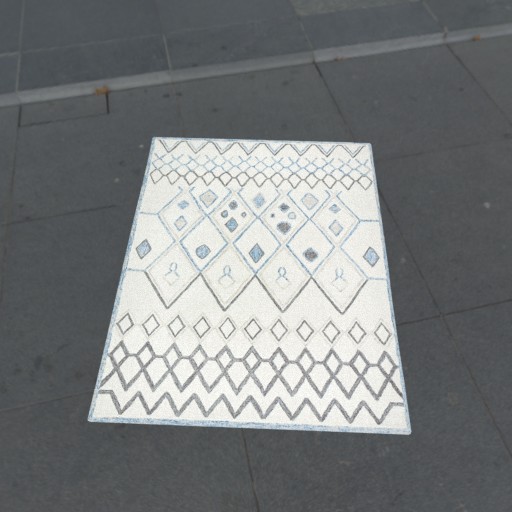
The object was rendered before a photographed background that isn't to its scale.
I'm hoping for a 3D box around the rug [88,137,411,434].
[{"bbox_3d":[0.000,0.000,4.144,2.441,0.013,3.056,2,58,1],"label":"rug"}]
